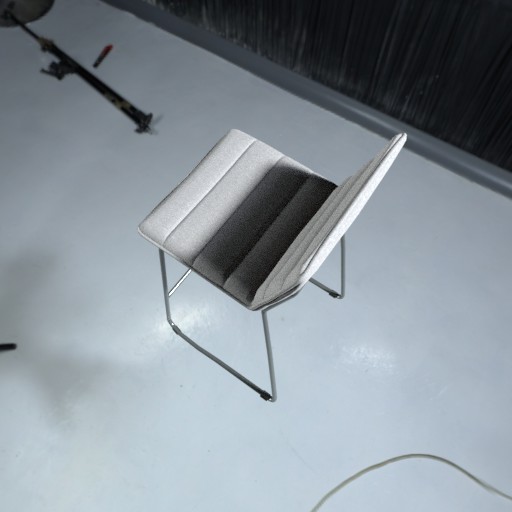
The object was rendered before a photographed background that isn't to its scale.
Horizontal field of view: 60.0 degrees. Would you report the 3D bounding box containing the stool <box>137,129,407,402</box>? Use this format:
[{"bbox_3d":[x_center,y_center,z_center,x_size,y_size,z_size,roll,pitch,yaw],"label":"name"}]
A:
[{"bbox_3d":[0.000,0.000,1.264,0.490,0.960,0.490,32,67,15],"label":"stool"}]
